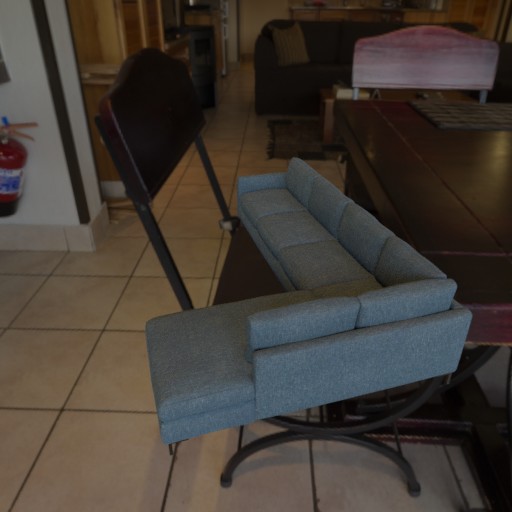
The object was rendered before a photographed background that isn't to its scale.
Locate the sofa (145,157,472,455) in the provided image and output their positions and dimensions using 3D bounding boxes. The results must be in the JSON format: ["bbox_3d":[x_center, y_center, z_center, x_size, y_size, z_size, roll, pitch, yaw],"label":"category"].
[{"bbox_3d":[0.000,0.000,3.836,2.007,0.815,2.949,-8,31,-14],"label":"sofa"}]
